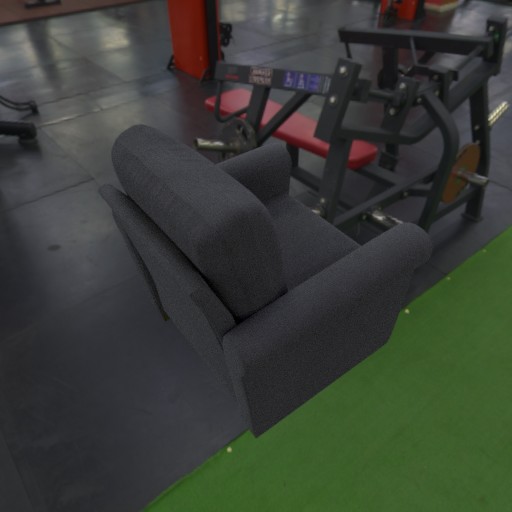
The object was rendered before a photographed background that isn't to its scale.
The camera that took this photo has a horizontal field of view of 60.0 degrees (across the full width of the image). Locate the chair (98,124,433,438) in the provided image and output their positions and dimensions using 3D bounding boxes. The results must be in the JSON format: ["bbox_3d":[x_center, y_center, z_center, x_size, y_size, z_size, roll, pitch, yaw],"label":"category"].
[{"bbox_3d":[0.000,0.000,1.612,0.828,0.942,0.867,-26,48,-27],"label":"chair"}]
